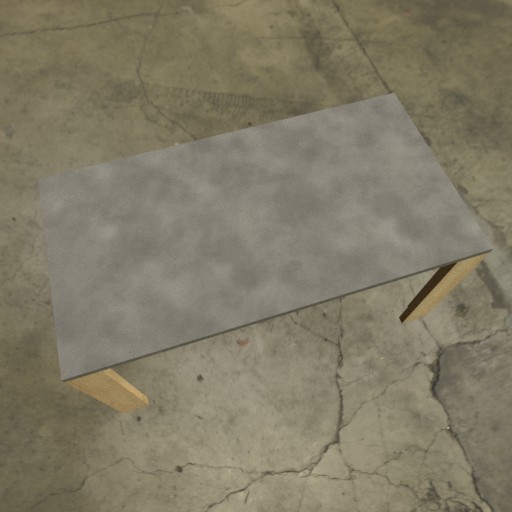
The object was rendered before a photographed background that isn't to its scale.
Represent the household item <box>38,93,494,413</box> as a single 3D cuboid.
[{"bbox_3d":[0.000,0.000,2.072,1.600,0.755,0.850,-16,64,-8],"label":"household item"}]
